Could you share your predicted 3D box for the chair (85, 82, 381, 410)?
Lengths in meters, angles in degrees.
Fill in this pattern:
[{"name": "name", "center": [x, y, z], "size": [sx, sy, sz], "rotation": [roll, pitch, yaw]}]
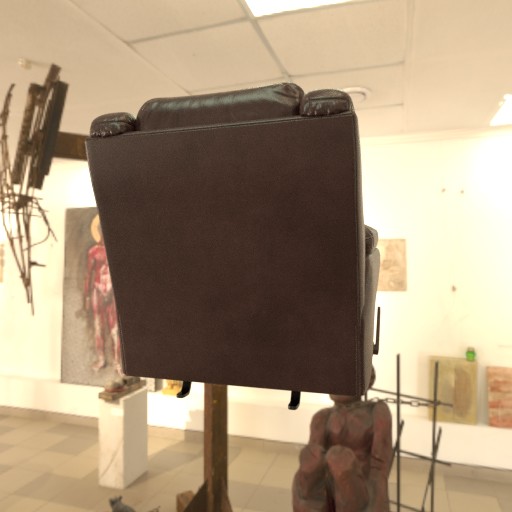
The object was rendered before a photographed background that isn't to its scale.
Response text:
[{"name": "chair", "center": [0.000, 0.000, 1.856], "size": [0.990, 1.093, 1.041], "rotation": [0, 0, 17]}]
